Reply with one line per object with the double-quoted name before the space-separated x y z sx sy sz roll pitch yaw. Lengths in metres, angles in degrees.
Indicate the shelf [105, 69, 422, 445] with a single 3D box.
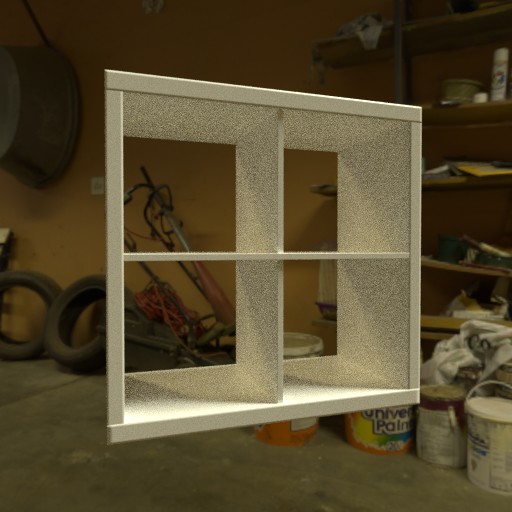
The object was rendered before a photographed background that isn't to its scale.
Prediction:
"shelf" 0.000 0.000 1.236 0.790 0.786 0.390 0 1 -18
